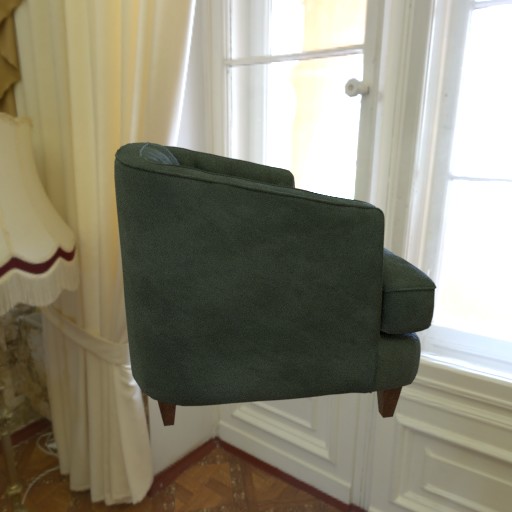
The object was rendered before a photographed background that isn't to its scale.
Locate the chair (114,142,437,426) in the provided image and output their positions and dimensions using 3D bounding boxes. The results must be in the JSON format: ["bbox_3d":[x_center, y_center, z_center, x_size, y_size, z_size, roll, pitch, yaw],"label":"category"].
[{"bbox_3d":[0.000,0.000,1.724,0.941,0.852,1.104,-3,17,-10],"label":"chair"}]
